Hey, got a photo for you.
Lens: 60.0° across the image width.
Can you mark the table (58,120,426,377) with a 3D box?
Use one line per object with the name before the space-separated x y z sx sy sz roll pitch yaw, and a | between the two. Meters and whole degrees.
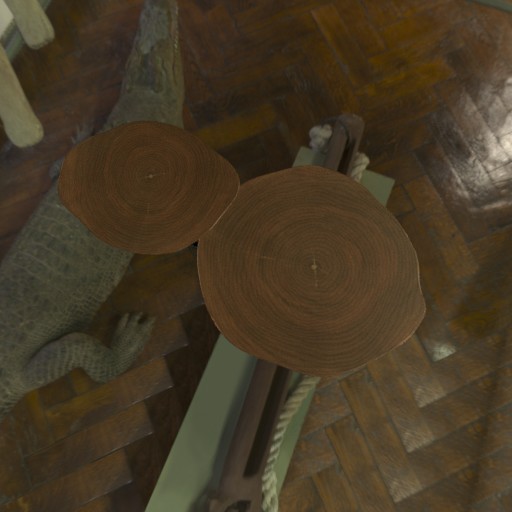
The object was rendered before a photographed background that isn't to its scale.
table | 0.000 0.000 1.062 0.759 0.538 0.442 21 77 5
